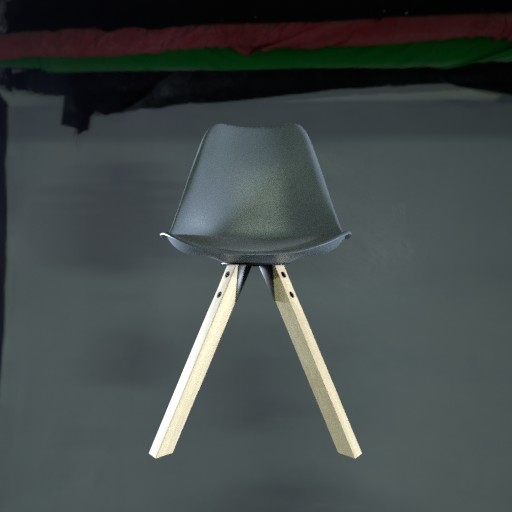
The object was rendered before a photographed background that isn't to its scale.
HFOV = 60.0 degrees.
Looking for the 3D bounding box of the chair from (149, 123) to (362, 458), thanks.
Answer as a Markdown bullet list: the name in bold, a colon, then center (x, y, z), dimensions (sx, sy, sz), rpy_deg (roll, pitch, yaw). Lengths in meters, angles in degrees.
- **chair**: center (0.000, 0.000, 1.184), dimensions (0.485, 0.850, 0.550), rpy_deg (0, 0, 0)
